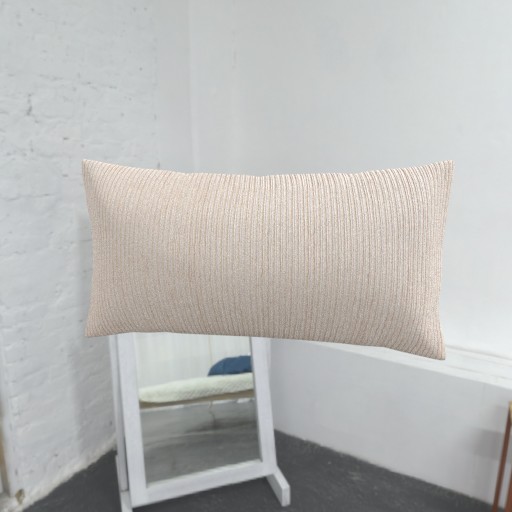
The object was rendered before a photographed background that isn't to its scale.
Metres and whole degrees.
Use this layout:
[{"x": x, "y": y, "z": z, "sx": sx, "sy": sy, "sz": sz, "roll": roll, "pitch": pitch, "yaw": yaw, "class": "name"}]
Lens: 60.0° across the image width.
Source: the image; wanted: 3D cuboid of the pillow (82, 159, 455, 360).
[{"x": 0.000, "y": 0.000, "z": 0.725, "sx": 0.608, "sy": 0.307, "sz": 0.155, "roll": 2, "pitch": 13, "yaw": 8, "class": "pillow"}]
